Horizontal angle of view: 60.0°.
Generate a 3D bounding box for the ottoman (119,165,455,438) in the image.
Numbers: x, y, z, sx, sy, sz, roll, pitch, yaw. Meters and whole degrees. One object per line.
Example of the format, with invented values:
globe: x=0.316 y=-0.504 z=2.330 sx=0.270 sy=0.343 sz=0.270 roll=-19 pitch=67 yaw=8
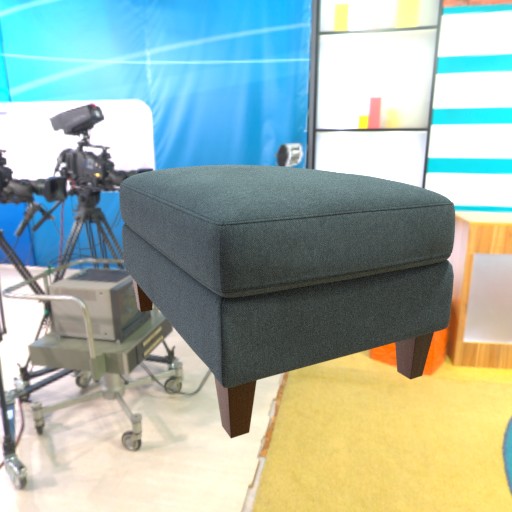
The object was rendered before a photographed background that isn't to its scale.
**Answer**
ottoman: x=0.000 y=0.000 z=1.230 sx=0.584 sy=0.483 sz=0.864 roll=-7 pitch=16 yaw=-26
